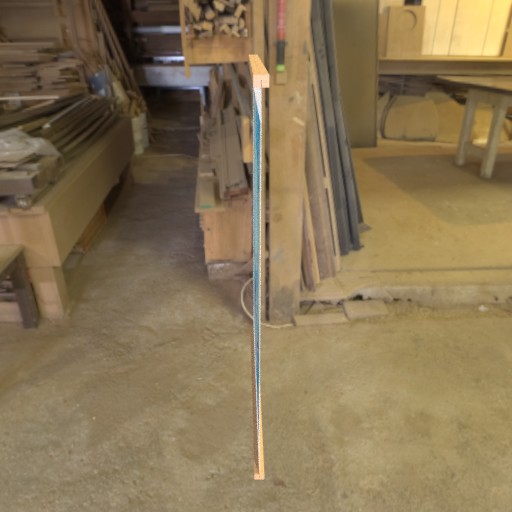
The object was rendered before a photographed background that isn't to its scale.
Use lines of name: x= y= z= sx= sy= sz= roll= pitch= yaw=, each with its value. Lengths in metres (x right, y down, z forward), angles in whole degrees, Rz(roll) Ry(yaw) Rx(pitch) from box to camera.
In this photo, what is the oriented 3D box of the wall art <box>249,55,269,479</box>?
wall art: x=0.000 y=0.000 z=1.879 sx=0.040 sy=1.510 sz=0.991 roll=-1 pitch=27 yaw=-1
